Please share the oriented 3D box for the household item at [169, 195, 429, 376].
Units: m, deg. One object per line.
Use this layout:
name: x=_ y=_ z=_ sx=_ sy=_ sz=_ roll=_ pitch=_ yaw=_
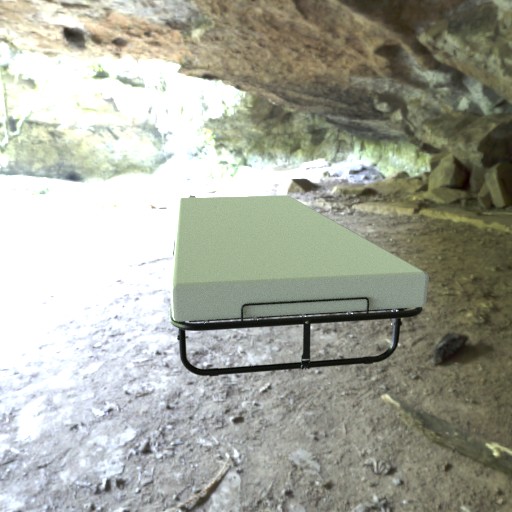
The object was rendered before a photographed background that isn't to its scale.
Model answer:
household item: x=0.000 y=0.000 z=2.169 sx=0.787 sy=0.356 sz=1.905 roll=-2 pitch=15 yaw=-8
